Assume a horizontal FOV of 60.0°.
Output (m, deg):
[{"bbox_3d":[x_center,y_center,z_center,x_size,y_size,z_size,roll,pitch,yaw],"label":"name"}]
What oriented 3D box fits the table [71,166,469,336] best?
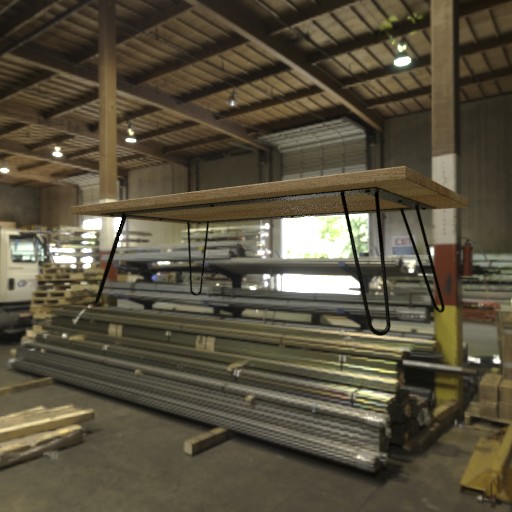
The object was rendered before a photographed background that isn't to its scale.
[{"bbox_3d":[0.000,0.000,1.677,1.348,0.400,0.699,0,0,36],"label":"table"}]
